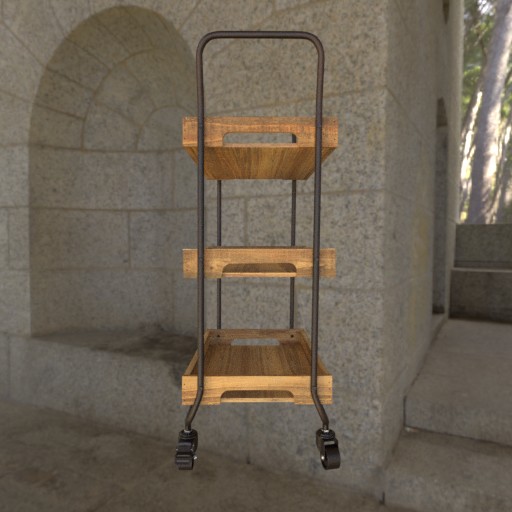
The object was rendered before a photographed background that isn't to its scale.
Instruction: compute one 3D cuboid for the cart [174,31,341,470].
[{"bbox_3d":[0.000,0.000,1.125,0.339,0.857,0.583,0,2,-1],"label":"cart"}]
